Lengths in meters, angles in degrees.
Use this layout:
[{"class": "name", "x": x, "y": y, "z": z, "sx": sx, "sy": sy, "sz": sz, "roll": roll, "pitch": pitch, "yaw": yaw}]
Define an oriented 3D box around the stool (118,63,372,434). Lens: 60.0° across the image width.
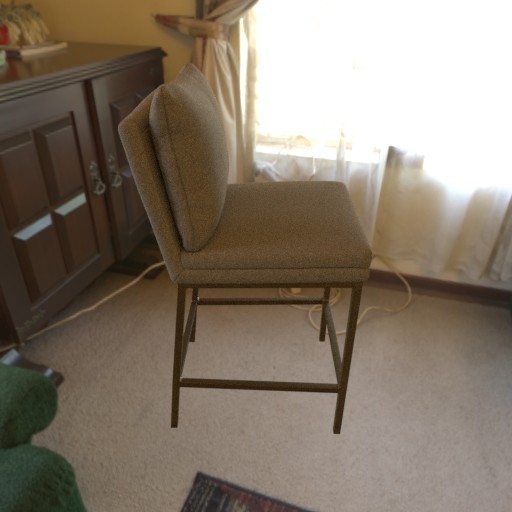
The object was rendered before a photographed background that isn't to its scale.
[{"class": "stool", "x": 0.000, "y": 0.000, "z": 1.316, "sx": 0.569, "sy": 1.030, "sz": 0.463, "roll": 1, "pitch": 31, "yaw": 1}]
